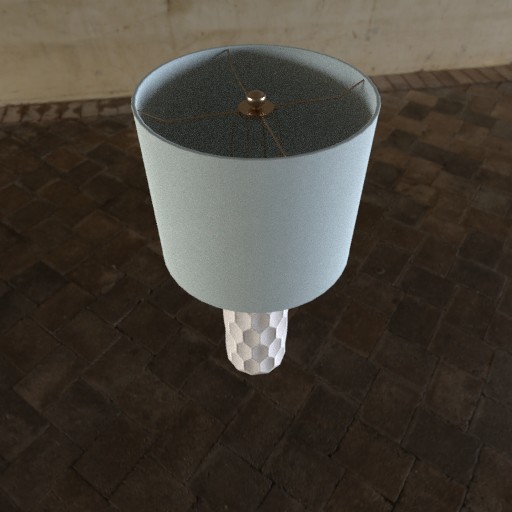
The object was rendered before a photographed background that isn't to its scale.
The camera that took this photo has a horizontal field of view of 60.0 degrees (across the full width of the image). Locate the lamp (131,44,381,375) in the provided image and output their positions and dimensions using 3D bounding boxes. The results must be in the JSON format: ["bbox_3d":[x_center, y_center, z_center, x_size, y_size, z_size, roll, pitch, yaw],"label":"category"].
[{"bbox_3d":[0.000,0.000,0.692,0.277,0.534,0.277,16,48,15],"label":"lamp"}]
